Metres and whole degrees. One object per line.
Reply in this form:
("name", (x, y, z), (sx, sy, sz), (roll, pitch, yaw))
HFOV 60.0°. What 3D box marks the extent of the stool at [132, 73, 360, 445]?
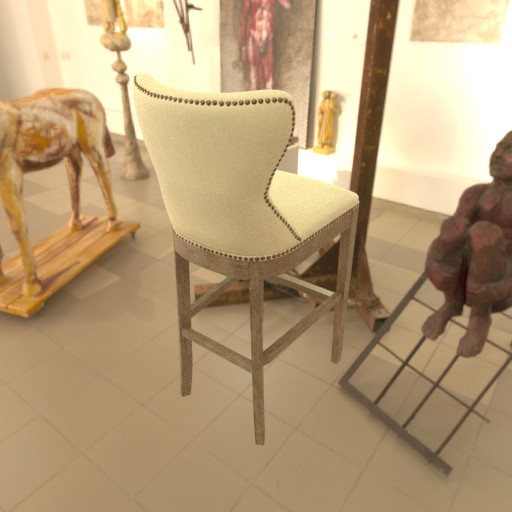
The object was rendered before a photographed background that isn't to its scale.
("stool", (0.000, 0.000, 1.447), (0.494, 1.123, 0.606), (20, 36, 31))
